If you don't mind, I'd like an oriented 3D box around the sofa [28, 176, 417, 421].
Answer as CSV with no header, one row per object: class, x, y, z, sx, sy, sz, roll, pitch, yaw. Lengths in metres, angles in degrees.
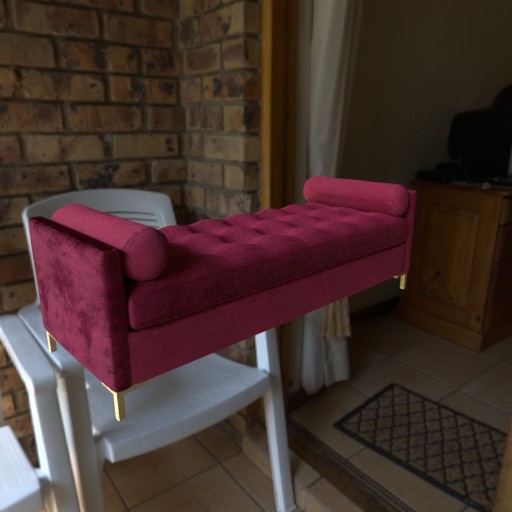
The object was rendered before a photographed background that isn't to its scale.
sofa,0.000,0.000,2.463,2.102,0.705,0.796,-15,22,-41
